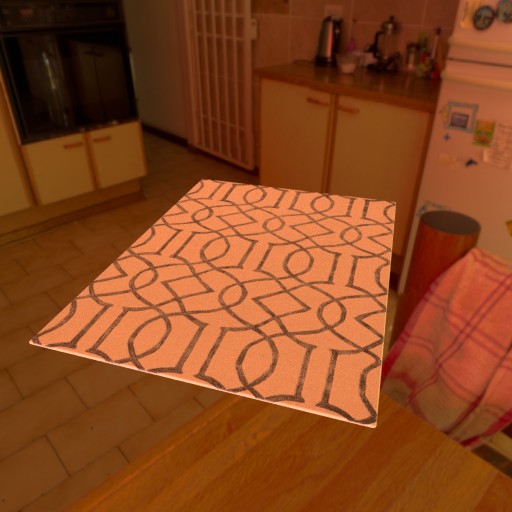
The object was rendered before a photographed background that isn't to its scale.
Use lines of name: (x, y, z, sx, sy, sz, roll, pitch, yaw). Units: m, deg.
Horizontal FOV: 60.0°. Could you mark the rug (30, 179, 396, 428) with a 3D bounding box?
rug: (0.000, 0.000, 3.791, 2.211, 0.021, 2.910, 9, 33, 14)
